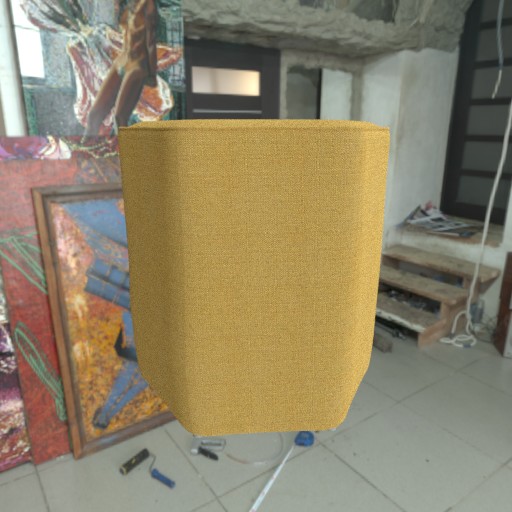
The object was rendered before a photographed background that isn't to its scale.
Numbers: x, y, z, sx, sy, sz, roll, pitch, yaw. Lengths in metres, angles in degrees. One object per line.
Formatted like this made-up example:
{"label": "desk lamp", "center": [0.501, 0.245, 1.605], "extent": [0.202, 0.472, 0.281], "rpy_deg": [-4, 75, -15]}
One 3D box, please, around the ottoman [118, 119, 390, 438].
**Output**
{"label": "ottoman", "center": [0.000, 0.000, 0.863], "extent": [0.443, 0.502, 0.494], "rpy_deg": [8, 18, 25]}
